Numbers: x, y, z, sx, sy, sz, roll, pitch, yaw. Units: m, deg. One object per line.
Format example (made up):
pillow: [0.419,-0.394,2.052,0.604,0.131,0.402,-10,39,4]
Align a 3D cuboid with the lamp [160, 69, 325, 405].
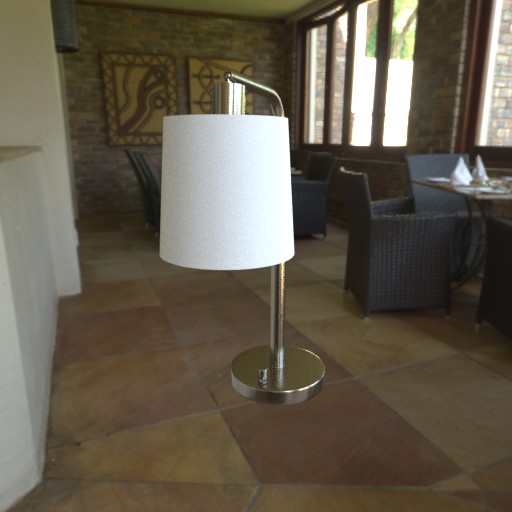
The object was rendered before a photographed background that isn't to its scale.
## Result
lamp: [0.000,0.000,0.648,0.171,0.489,0.333,7,16,26]
